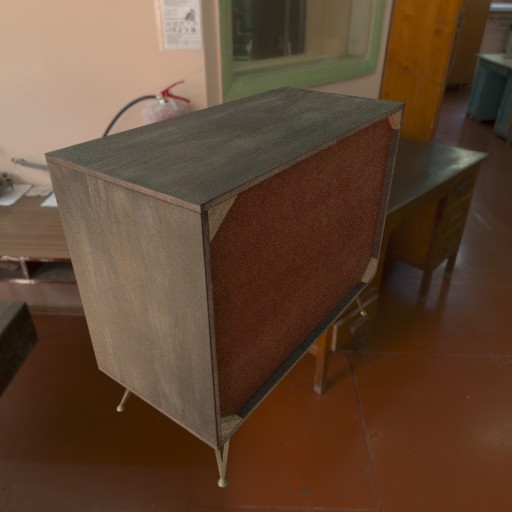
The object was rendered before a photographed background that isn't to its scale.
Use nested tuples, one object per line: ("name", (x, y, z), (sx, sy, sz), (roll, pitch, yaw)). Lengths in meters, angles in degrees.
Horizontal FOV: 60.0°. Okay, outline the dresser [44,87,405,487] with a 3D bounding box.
("dresser", (0.000, 0.000, 1.353), (0.453, 0.801, 0.923), (21, 37, 30))
